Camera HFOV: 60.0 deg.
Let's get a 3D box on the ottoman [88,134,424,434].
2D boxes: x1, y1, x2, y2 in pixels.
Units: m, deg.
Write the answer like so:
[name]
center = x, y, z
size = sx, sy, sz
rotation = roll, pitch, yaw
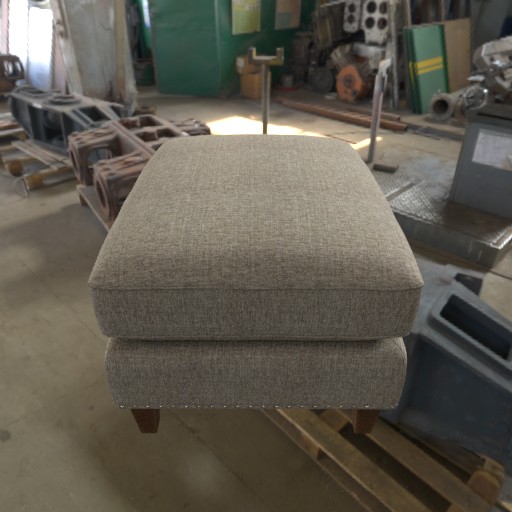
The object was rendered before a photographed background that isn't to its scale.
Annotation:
[ottoman]
center = 0.000, 0.000, 1.133
size = 0.584, 0.513, 0.741
rotation = 0, 33, 0
